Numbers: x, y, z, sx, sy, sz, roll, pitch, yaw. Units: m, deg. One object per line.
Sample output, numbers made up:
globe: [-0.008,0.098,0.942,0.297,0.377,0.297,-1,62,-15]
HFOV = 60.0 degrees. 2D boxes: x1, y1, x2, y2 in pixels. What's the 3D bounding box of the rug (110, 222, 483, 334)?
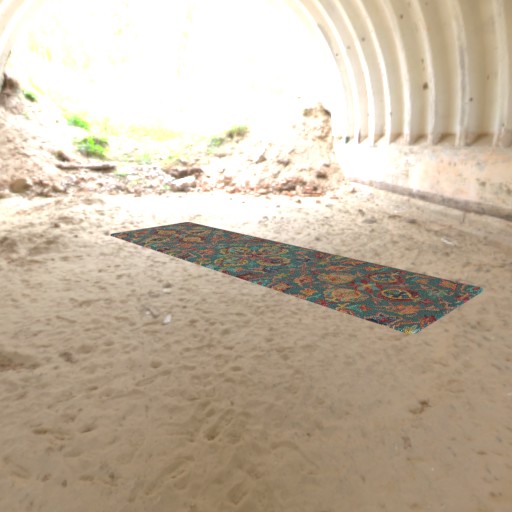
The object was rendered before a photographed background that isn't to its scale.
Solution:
rug: [0.000,0.000,2.575,0.686,0.013,2.286,-14,21,-42]
